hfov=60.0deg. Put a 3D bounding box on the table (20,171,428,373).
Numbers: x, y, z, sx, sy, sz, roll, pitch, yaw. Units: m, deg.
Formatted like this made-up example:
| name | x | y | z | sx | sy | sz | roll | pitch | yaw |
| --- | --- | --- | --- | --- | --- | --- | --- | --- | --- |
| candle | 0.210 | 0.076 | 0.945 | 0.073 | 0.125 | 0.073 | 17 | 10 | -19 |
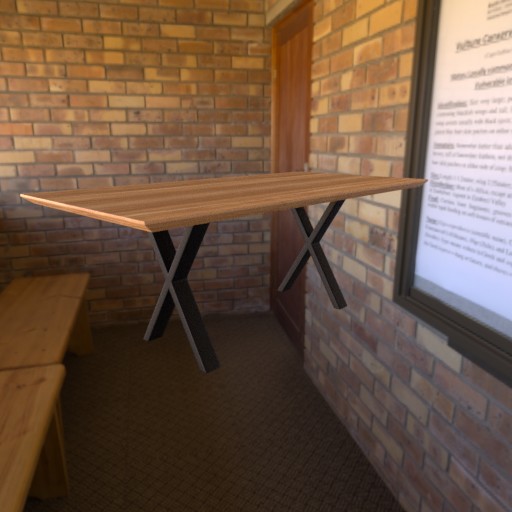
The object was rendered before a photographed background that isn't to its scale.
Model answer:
| name | x | y | z | sx | sy | sz | roll | pitch | yaw |
| --- | --- | --- | --- | --- | --- | --- | --- | --- | --- |
| table | 0.000 | 0.000 | 2.440 | 1.000 | 0.770 | 2.000 | 14 | 20 | 42 |
